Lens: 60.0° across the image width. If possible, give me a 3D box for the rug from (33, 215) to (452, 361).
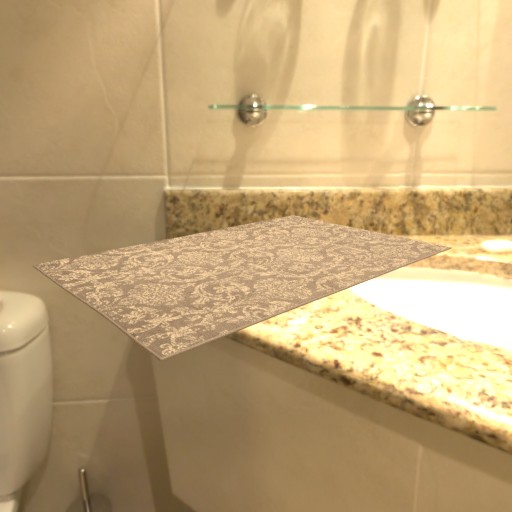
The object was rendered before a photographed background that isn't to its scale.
[{"bbox_3d":[0.000,0.000,3.457,2.746,0.018,1.819,-14,22,-40],"label":"rug"}]
